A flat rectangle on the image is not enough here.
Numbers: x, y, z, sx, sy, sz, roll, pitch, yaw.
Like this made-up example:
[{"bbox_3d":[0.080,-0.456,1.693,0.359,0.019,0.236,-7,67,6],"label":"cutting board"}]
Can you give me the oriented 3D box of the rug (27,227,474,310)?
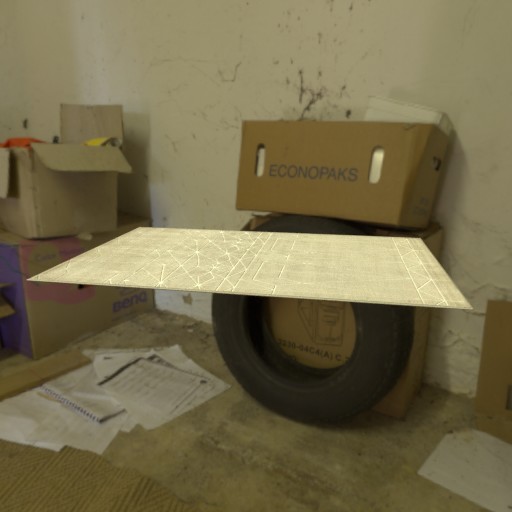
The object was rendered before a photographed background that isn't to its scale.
[{"bbox_3d":[0.000,0.000,3.094,2.438,0.012,1.524,3,16,10],"label":"rug"}]
